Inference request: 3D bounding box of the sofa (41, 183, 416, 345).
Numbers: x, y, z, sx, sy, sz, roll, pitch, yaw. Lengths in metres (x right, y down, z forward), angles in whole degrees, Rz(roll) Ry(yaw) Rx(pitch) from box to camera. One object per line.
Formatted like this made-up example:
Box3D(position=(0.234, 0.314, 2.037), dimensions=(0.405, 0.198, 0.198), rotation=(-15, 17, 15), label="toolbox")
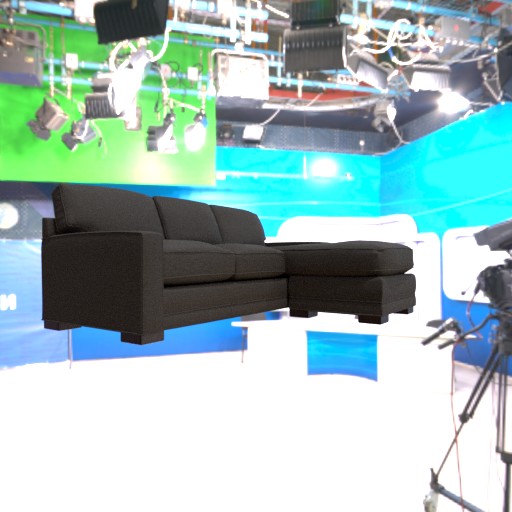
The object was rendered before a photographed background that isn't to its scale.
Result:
Box3D(position=(0.000, 0.000, 3.347), dimensions=(1.790, 0.973, 2.370), rotation=(0, 0, 35), label="sofa")
